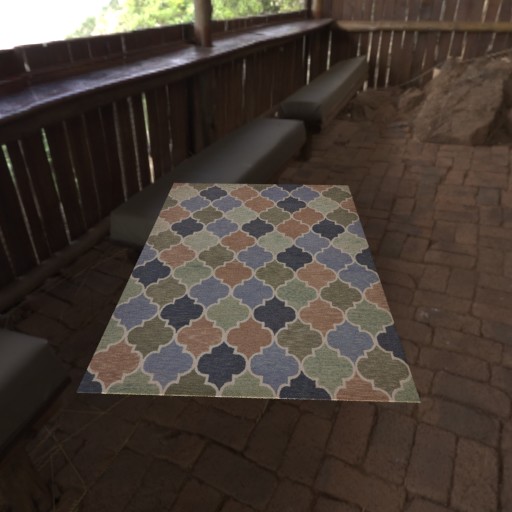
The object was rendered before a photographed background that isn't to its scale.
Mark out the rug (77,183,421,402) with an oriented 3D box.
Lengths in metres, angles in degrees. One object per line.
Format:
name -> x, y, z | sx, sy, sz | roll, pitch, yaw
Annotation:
rug -> 0.000, 0.000, 2.914 | 1.521, 0.006, 2.284 | 1, 33, 2
